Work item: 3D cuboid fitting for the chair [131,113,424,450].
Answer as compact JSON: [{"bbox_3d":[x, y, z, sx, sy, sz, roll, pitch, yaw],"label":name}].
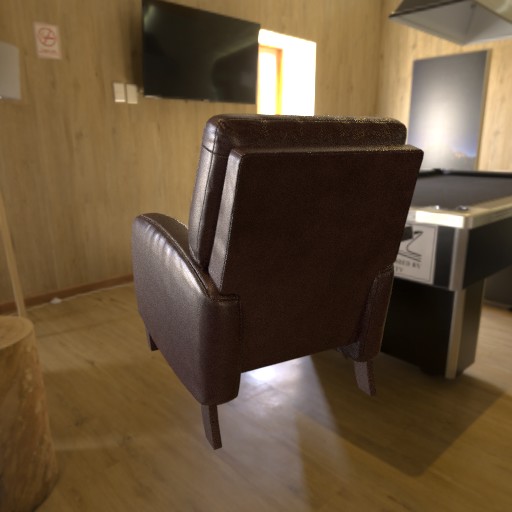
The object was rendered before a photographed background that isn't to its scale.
[{"bbox_3d":[0.000,0.000,1.677,0.762,0.990,0.990,-8,17,-27],"label":"chair"}]
